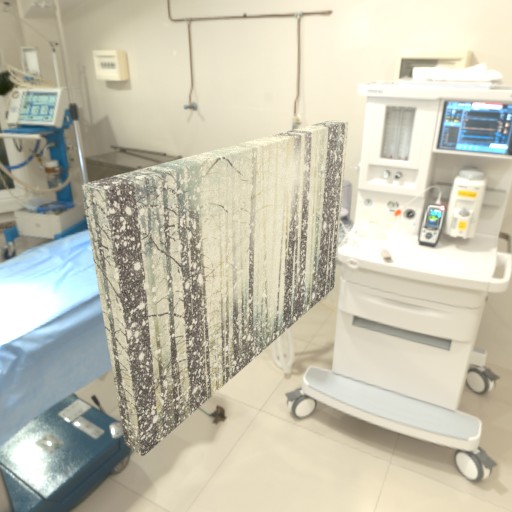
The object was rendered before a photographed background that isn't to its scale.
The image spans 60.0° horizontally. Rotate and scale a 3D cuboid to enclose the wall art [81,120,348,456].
[{"bbox_3d":[0.000,0.000,0.795,0.042,0.398,0.618,17,30,32],"label":"wall art"}]
